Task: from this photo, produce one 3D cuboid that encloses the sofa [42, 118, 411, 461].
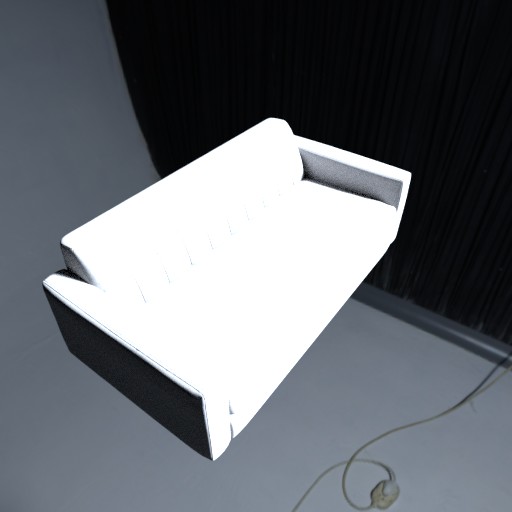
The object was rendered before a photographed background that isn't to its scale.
[{"bbox_3d":[0.000,0.000,2.426,0.969,0.814,1.895,26,47,27],"label":"sofa"}]
